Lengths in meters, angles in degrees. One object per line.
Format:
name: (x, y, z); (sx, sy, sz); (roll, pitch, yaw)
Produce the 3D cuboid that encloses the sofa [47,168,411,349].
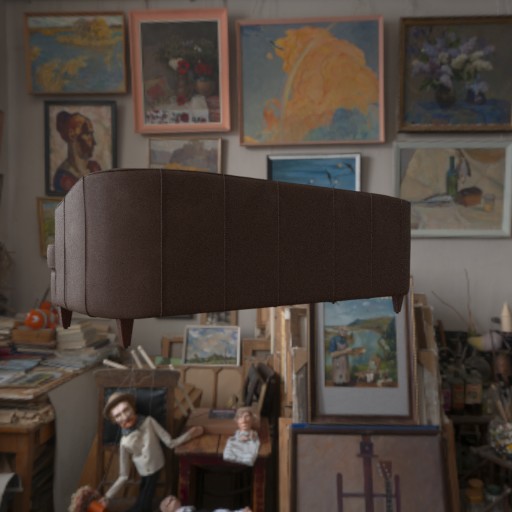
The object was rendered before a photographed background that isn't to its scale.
sofa: (0.000, 0.000, 2.736); (2.227, 0.787, 0.927); (0, 0, -36)
